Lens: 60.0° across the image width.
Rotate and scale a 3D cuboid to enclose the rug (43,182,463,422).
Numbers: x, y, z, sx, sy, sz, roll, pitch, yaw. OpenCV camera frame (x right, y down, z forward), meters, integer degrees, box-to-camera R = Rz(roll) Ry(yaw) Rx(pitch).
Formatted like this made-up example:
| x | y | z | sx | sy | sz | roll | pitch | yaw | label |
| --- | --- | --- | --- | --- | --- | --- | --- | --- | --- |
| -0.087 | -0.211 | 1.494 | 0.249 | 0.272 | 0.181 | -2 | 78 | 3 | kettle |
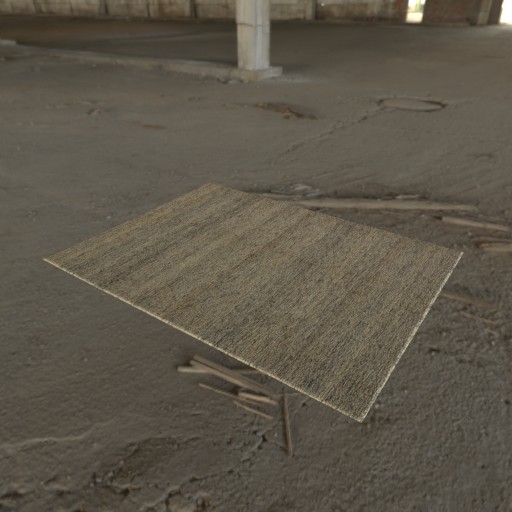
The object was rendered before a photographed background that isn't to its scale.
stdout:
| x | y | z | sx | sy | sz | roll | pitch | yaw | label |
| --- | --- | --- | --- | --- | --- | --- | --- | --- | --- |
| 0.000 | 0.000 | 4.223 | 3.199 | 0.036 | 2.414 | 20 | 36 | 30 | rug |
